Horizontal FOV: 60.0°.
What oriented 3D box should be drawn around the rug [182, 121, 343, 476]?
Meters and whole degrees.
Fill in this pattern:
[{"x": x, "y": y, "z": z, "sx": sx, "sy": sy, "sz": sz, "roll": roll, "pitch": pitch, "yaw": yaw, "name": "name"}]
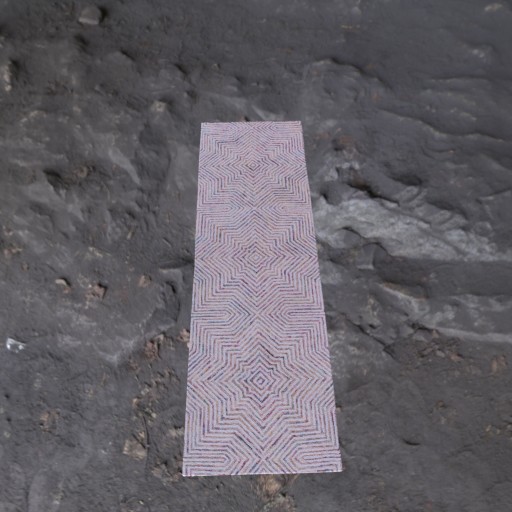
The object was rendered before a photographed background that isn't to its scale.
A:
[{"x": 0.000, "y": 0.000, "z": 2.750, "sx": 0.771, "sy": 0.009, "sz": 2.443, "roll": -1, "pitch": 58, "yaw": -1, "name": "rug"}]
